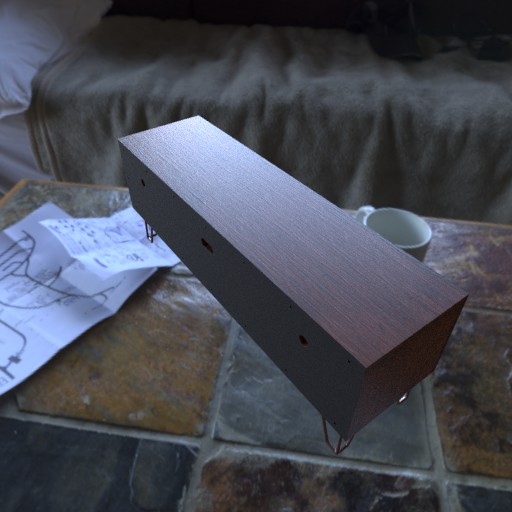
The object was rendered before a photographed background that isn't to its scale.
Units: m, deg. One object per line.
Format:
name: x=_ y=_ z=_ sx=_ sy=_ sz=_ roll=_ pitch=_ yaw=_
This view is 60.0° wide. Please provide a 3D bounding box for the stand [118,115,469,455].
stand: x=0.000 y=0.000 z=1.963 sx=0.481 sy=0.610 sz=1.626 roll=-26 pitch=47 yaw=-26
